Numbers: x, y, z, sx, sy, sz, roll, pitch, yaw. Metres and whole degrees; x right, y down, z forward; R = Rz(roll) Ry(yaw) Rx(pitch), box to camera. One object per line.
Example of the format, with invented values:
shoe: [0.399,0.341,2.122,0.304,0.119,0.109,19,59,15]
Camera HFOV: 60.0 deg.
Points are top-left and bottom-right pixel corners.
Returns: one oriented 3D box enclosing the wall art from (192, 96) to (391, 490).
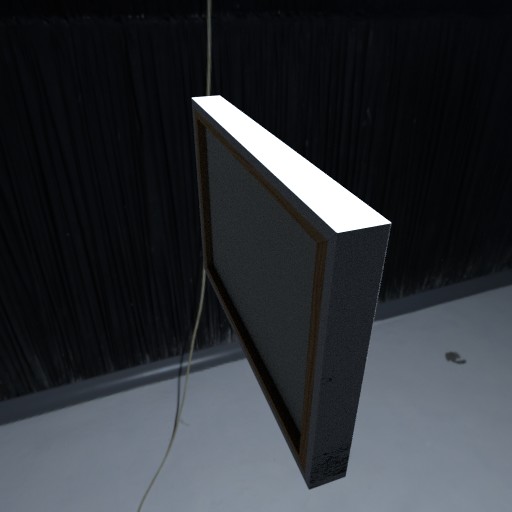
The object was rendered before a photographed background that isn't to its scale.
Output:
wall art: [0.000,0.000,0.483,0.038,0.259,0.381,-11,33,-17]
